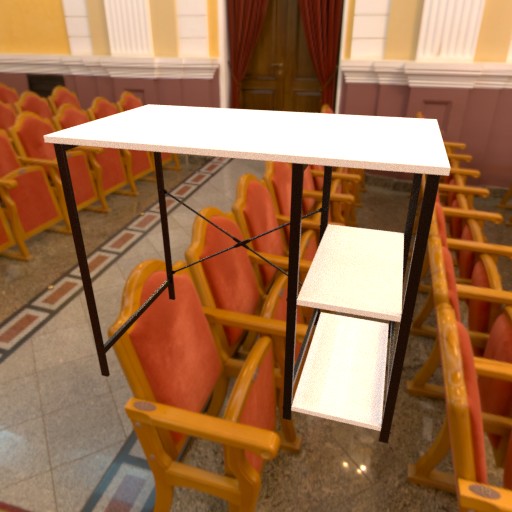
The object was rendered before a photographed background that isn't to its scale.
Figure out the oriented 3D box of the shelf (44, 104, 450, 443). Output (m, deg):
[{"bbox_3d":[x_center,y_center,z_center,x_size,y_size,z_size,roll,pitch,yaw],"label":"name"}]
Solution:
[{"bbox_3d":[0.000,0.000,1.316,0.902,0.750,0.498,8,28,15],"label":"shelf"}]
